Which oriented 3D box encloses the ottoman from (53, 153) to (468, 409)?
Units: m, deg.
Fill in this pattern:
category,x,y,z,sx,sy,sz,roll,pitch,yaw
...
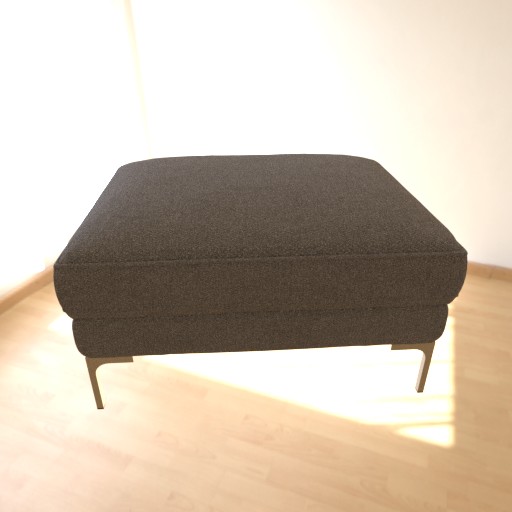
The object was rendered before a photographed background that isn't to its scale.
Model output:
category,x,y,z,sx,sy,sz,roll,pitch,yaw
ottoman,0.000,0.000,1.138,0.785,0.464,0.583,-2,29,-3
